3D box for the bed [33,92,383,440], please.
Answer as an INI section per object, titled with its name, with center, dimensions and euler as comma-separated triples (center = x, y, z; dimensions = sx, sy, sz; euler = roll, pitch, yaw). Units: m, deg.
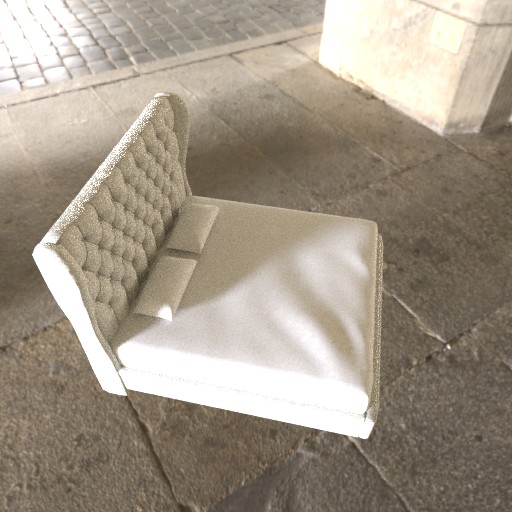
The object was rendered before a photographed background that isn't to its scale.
[bed]
center = 0.000, 0.000, 3.853
dimensions = 2.347, 1.771, 2.219
euler = 9, 47, 8
